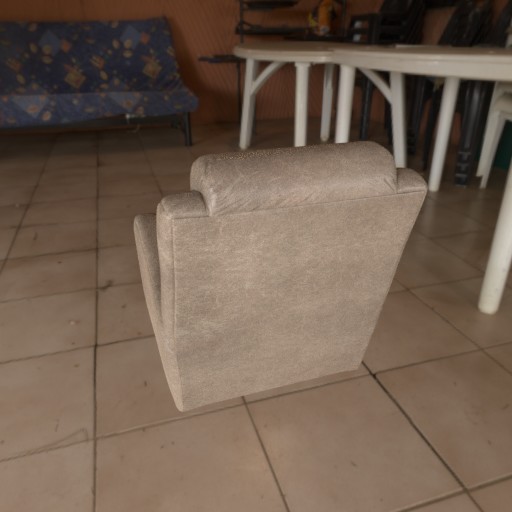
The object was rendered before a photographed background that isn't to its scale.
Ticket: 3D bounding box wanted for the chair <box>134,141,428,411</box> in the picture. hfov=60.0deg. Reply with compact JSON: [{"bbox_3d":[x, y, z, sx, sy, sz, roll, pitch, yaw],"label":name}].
[{"bbox_3d":[0.000,0.000,1.944,0.967,1.116,1.068,-9,28,-17],"label":"chair"}]
